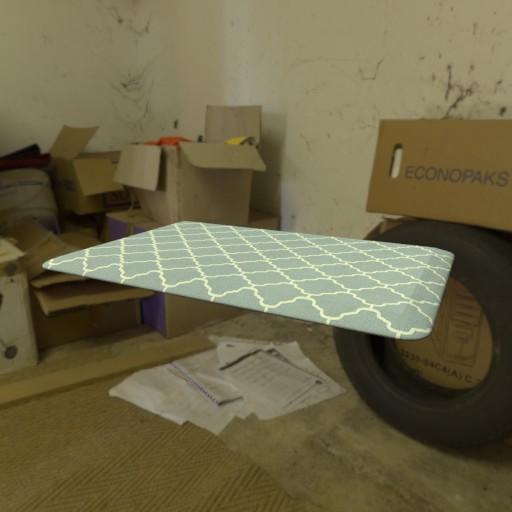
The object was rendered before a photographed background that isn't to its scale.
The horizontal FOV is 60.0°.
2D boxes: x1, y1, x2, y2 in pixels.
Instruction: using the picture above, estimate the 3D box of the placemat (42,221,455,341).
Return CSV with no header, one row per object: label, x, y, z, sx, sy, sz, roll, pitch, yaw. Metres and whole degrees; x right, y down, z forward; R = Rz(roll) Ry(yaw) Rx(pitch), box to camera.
placemat,0.000,0.000,0.956,0.762,0.021,0.508,8,17,26
